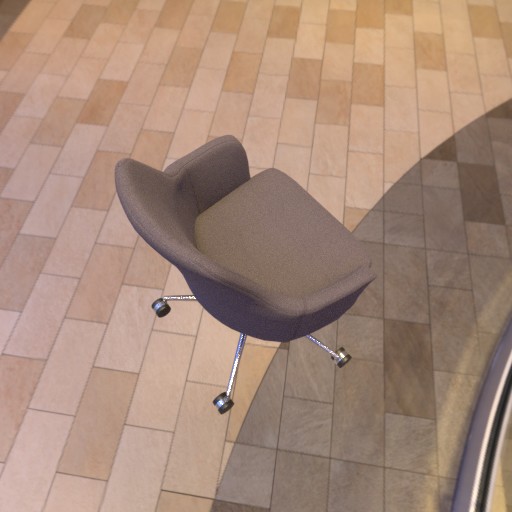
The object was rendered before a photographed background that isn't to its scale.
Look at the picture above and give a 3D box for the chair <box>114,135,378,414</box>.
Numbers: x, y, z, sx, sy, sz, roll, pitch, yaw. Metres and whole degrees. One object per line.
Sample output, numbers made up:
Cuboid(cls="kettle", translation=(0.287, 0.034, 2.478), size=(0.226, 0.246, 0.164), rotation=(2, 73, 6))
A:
Cuboid(cls="chair", translation=(0.000, 0.000, 1.239), size=(0.600, 0.820, 0.655), rotation=(-33, 64, -18))
